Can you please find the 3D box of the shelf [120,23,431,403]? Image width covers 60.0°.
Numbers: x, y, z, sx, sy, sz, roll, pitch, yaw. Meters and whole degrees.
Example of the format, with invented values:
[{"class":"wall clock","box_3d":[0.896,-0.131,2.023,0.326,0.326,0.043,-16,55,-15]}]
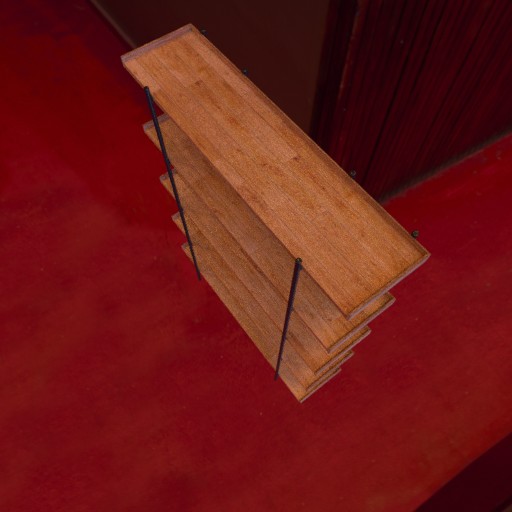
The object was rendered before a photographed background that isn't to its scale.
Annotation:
[{"class":"shelf","box_3d":[0.000,0.000,2.389,0.379,1.826,1.371,-34,68,-16]}]
